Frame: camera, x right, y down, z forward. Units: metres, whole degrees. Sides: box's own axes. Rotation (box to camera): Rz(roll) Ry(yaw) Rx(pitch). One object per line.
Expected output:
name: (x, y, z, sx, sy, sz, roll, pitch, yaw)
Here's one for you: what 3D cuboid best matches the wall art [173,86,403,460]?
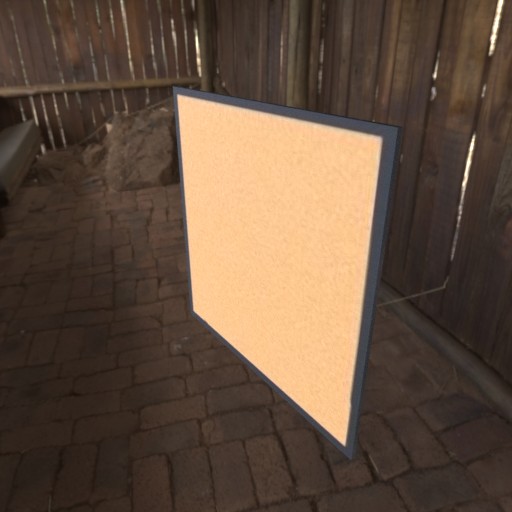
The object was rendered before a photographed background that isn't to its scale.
wall art: (0.000, 0.000, 1.237, 0.013, 0.823, 0.823, -19, 32, -32)
